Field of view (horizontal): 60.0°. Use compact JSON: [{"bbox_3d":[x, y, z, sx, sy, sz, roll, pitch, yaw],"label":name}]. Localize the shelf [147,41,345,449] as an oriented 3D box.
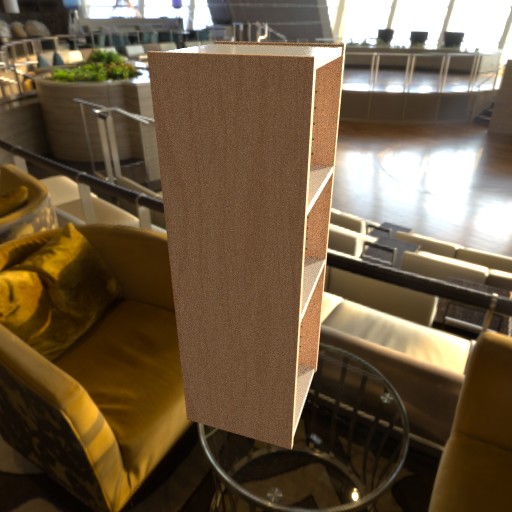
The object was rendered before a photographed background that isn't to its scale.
[{"bbox_3d":[0.000,0.000,1.055,0.290,0.900,0.300,9,31,16],"label":"shelf"}]
